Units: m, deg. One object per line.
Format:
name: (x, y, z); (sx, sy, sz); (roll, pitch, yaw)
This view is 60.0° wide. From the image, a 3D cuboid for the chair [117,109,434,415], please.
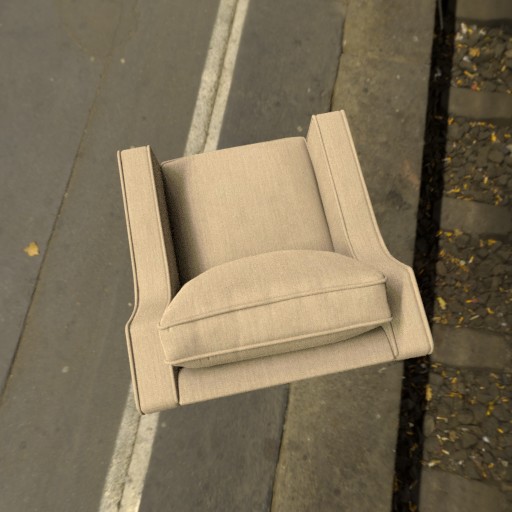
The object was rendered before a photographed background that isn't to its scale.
chair: (0.000, 0.000, 1.640); (0.831, 0.960, 0.909); (-11, 76, -3)
